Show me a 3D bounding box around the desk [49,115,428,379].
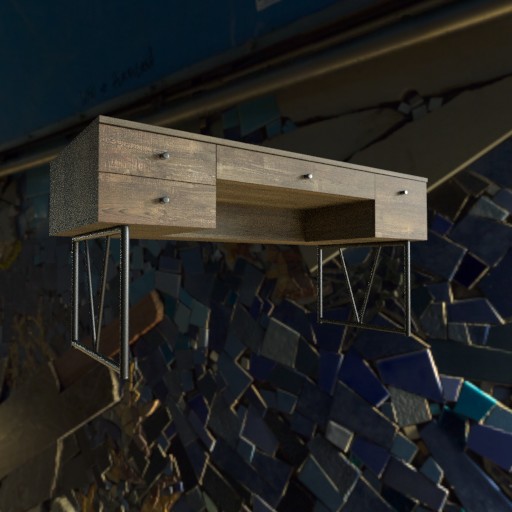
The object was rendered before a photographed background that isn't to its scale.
[{"bbox_3d":[0.000,0.000,2.014,1.600,0.780,0.730,1,-2,-35],"label":"desk"}]
